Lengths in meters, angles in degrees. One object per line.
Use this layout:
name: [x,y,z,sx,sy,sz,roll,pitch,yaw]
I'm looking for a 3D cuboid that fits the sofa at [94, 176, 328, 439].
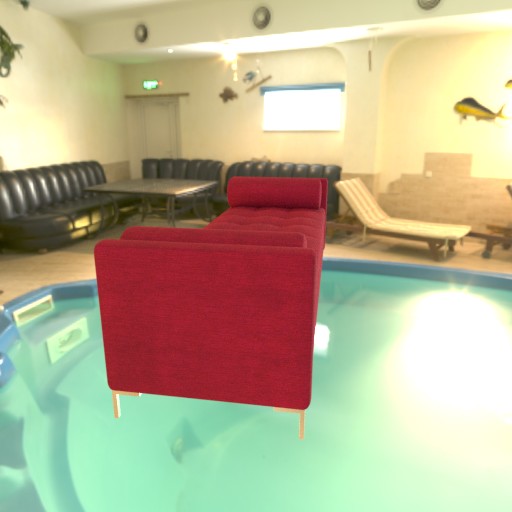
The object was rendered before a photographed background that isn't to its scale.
sofa: [0.000,0.000,2.318,0.686,0.635,1.981,3,16,9]
